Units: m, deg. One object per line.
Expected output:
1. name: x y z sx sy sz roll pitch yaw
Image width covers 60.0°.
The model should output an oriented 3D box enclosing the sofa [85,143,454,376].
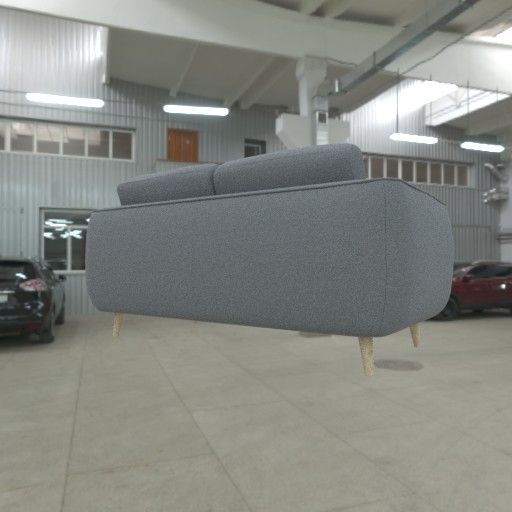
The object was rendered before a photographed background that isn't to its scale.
1. sofa: 0.000 0.000 2.210 1.700 0.850 0.920 0 -1 35
